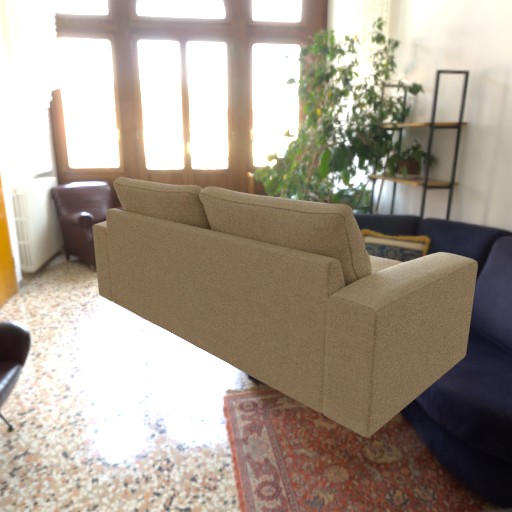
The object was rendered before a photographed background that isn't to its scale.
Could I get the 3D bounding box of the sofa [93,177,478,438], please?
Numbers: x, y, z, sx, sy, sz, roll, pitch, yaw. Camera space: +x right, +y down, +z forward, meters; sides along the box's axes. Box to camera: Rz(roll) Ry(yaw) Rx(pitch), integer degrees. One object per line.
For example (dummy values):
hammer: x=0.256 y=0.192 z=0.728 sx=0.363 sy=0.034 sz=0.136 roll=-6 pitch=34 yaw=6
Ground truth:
sofa: x=0.000 y=0.000 z=2.752 sx=1.040 sy=0.922 sz=2.299 roll=-14 pitch=20 yaw=-43
